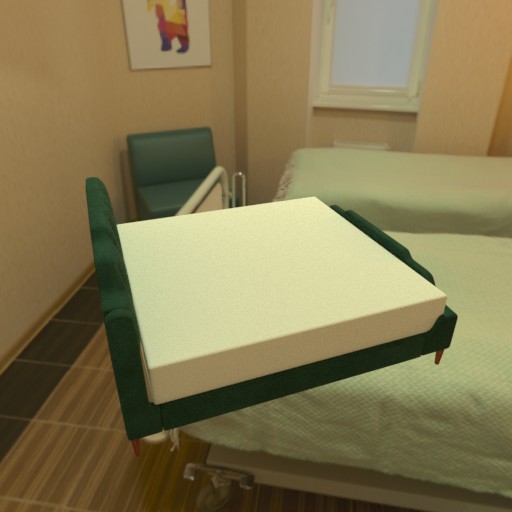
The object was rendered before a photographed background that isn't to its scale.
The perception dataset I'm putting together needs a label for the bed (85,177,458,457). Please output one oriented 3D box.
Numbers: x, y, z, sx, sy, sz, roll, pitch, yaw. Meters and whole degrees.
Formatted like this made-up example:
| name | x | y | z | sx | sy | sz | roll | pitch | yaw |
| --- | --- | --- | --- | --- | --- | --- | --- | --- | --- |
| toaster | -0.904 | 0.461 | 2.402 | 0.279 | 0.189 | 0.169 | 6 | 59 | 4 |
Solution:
| name | x | y | z | sx | sy | sz | roll | pitch | yaw |
| --- | --- | --- | --- | --- | --- | --- | --- | --- | --- |
| bed | 0.000 | 0.000 | 3.525 | 2.340 | 1.245 | 2.074 | -10 | 31 | -18 |
